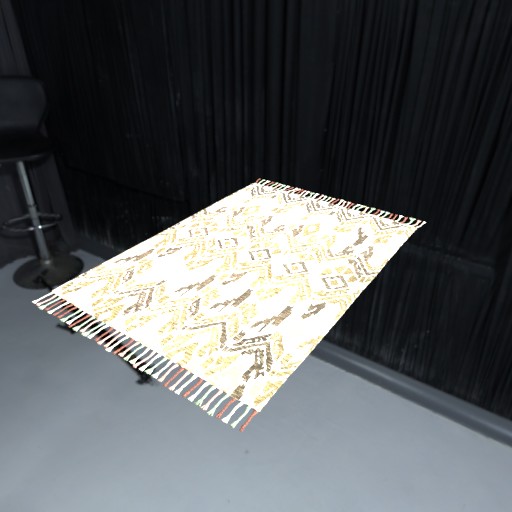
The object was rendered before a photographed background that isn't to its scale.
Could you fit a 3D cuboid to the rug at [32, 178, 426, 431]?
[{"bbox_3d":[0.000,0.000,2.330,1.219,0.008,1.829,20,37,30],"label":"rug"}]
